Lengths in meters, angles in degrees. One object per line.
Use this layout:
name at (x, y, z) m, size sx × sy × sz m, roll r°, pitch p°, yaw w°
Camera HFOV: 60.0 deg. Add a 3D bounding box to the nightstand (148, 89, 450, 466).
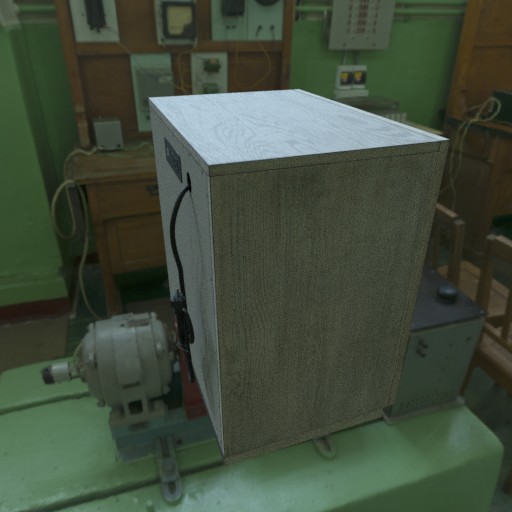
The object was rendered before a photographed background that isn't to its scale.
nightstand at (0.000, 0.000, 1.091) m, size 0.483 × 0.673 × 0.612 m, roll -10°, pitch 30°, yaw -17°
